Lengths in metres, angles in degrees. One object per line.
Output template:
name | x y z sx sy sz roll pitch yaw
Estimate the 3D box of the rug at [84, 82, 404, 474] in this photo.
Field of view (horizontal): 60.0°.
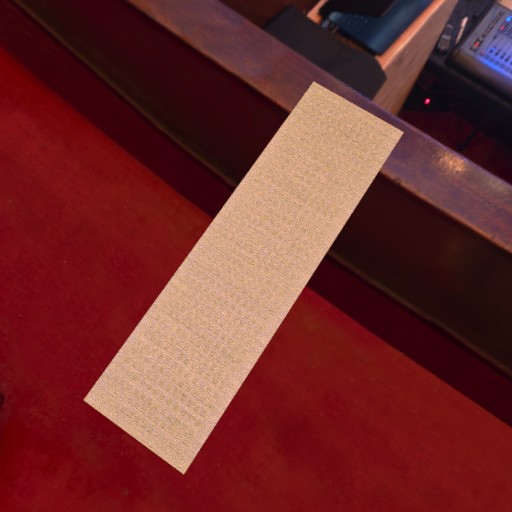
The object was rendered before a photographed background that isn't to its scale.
rug | 0.000 0.000 2.671 0.686 0.006 2.437 33 78 8
